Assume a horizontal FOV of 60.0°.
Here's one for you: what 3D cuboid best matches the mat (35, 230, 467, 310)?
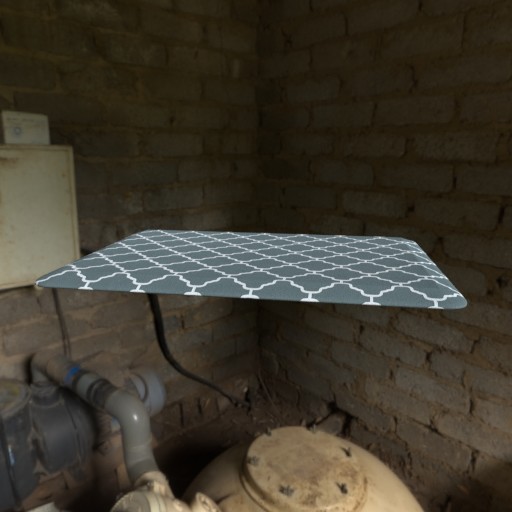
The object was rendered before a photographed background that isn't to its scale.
[{"bbox_3d":[0.000,0.000,0.983,0.762,0.021,0.508,2,14,9],"label":"mat"}]
